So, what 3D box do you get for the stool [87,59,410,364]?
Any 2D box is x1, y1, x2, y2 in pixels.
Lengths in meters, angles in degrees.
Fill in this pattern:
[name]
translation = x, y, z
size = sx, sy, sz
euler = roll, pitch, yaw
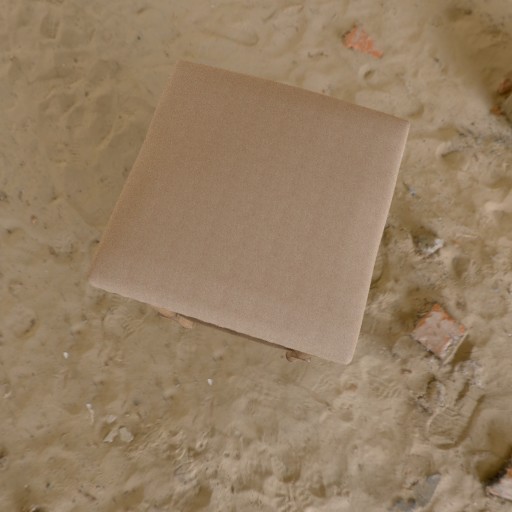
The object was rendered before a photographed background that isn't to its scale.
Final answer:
[stool]
translation = 0.000, 0.000, 0.963
size = 0.383, 0.768, 0.382
euler = 17, 76, 4
